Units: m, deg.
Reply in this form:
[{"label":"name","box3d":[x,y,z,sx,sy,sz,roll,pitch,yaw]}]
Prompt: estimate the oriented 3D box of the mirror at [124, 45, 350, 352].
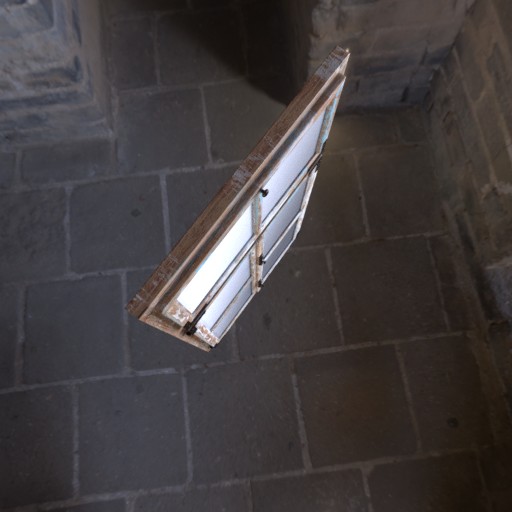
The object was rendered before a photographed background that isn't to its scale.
[{"label":"mirror","box3d":[0.000,0.000,1.466,0.083,1.213,0.707,35,78,9]}]
